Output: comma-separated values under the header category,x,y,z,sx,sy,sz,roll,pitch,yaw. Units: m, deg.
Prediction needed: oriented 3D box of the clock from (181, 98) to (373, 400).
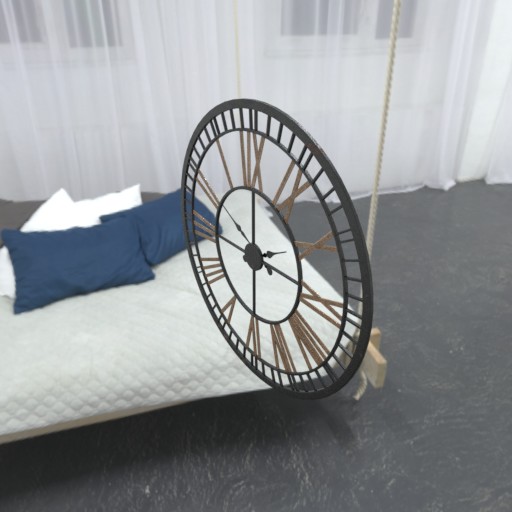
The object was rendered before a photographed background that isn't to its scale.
category,x,y,z,sx,sy,sz,roll,pitch,yaw
clock,0.000,0.000,1.254,0.025,0.843,0.843,-19,32,-32
